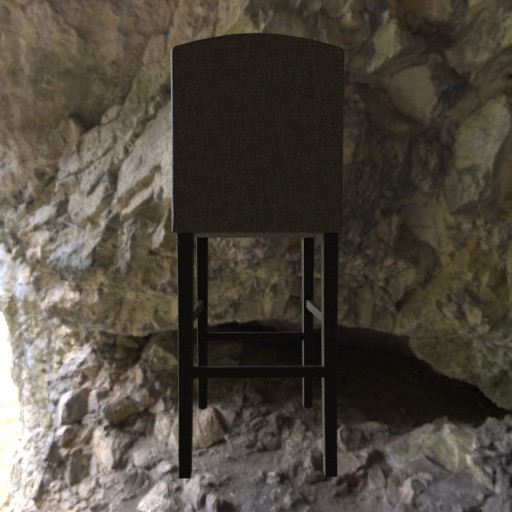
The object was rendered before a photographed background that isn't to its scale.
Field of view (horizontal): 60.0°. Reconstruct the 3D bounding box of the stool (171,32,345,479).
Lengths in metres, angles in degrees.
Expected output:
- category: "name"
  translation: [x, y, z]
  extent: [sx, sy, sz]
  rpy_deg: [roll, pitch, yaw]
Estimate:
- category: "stool"
  translation: [0.000, 0.000, 1.393]
  extent: [0.451, 1.138, 0.552]
  rpy_deg: [0, 1, -1]
